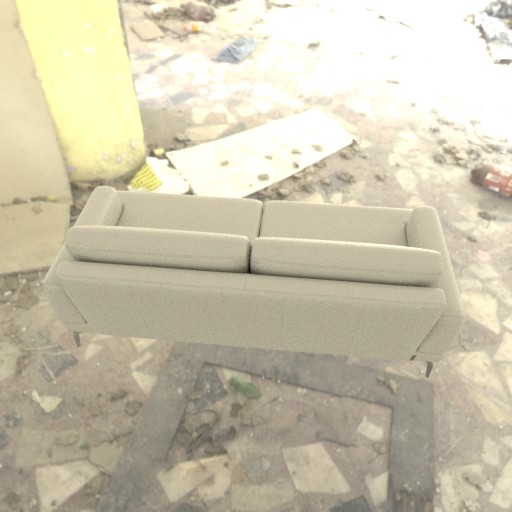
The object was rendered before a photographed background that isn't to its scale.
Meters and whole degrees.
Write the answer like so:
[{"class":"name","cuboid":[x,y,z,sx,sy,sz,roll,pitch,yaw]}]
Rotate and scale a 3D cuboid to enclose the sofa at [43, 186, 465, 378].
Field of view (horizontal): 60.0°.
[{"class":"sofa","cuboid":[0.000,0.000,2.361,1.940,0.765,0.974,4,47,4]}]
